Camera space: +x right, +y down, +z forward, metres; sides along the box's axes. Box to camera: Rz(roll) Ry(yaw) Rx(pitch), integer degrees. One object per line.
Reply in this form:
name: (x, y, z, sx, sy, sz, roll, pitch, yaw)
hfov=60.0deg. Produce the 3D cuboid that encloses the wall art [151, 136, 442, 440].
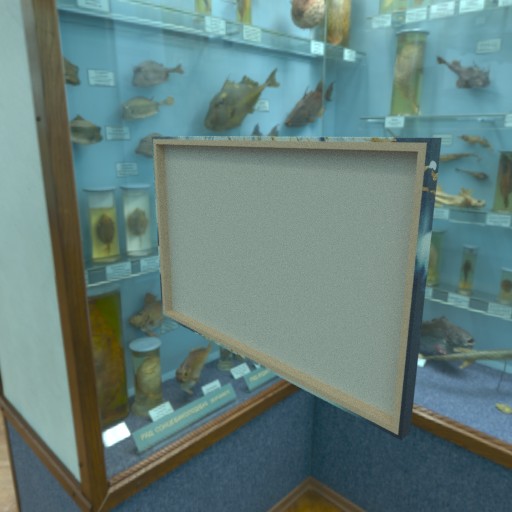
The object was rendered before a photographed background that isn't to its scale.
wall art: (0.000, 0.000, 1.171, 0.038, 0.608, 0.912, -14, 21, -42)
